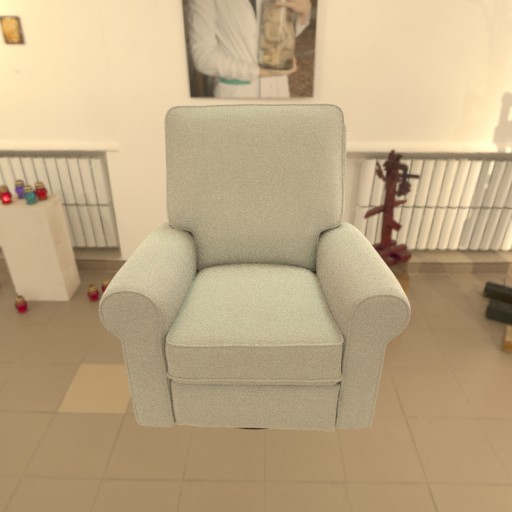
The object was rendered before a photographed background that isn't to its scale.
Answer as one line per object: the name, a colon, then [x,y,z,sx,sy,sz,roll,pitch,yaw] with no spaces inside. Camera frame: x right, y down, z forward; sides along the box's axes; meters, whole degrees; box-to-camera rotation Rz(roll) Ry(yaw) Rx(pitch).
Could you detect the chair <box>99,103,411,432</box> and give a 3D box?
chair: [0.000,0.000,1.616,0.890,0.960,0.878,0,29,1]
